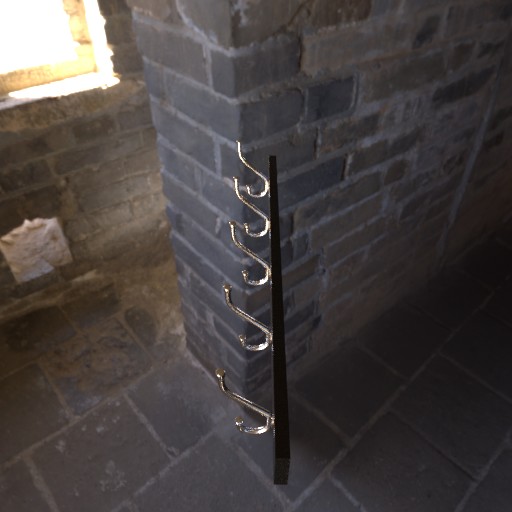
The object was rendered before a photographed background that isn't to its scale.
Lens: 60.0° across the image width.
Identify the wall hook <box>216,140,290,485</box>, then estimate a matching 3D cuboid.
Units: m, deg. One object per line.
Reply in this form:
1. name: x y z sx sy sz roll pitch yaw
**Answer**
1. wall hook: 0.000 0.000 0.627 0.071 0.117 0.571 0 41 0
